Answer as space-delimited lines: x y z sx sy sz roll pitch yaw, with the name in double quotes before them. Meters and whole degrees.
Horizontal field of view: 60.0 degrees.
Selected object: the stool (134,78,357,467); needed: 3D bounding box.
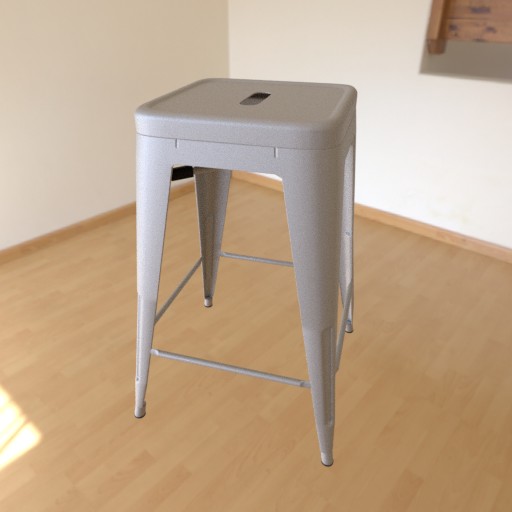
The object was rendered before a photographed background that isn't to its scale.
"stool" 0.000 0.000 0.876 0.410 0.608 0.410 8 32 14
